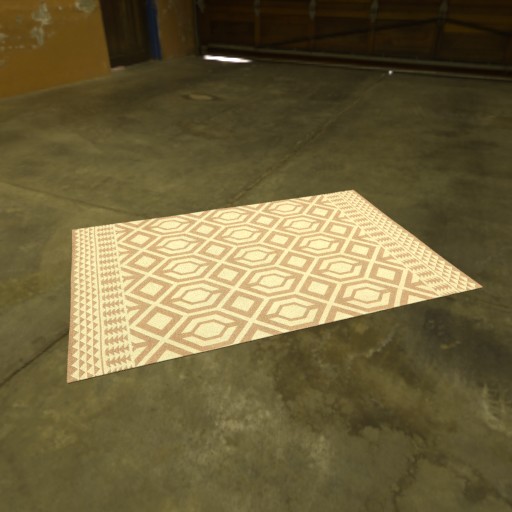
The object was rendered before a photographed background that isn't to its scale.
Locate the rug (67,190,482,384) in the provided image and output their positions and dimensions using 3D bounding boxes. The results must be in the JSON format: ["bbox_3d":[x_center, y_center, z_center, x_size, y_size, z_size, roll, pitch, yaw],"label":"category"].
[{"bbox_3d":[0.000,0.000,2.317,1.829,0.008,1.219,-10,33,-16],"label":"rug"}]
